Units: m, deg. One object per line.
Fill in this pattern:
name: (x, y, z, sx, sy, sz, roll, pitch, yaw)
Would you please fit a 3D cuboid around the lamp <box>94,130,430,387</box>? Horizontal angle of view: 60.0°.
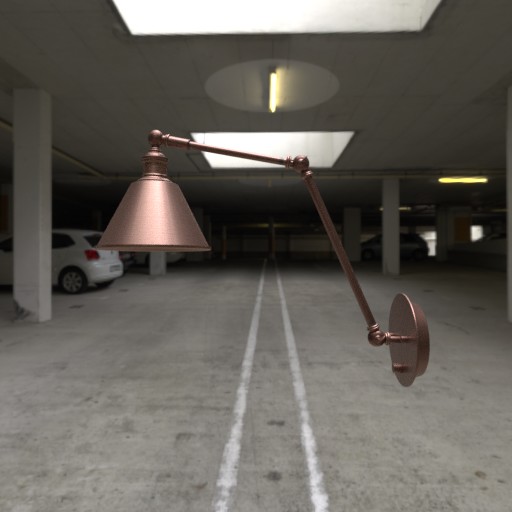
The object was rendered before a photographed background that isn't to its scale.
lamp: (0.000, 0.000, 0.871, 0.624, 0.502, 0.223, 0, -1, 2)
